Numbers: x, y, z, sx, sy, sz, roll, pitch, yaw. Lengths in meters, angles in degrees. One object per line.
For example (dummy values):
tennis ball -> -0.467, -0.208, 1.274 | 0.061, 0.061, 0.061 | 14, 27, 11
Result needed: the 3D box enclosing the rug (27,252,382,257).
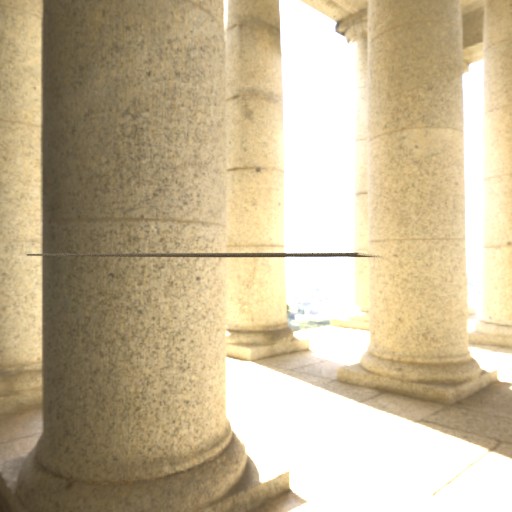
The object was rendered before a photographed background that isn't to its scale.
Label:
rug -> 0.000, 0.000, 2.345 | 1.220, 0.007, 1.828 | 0, 0, 18
